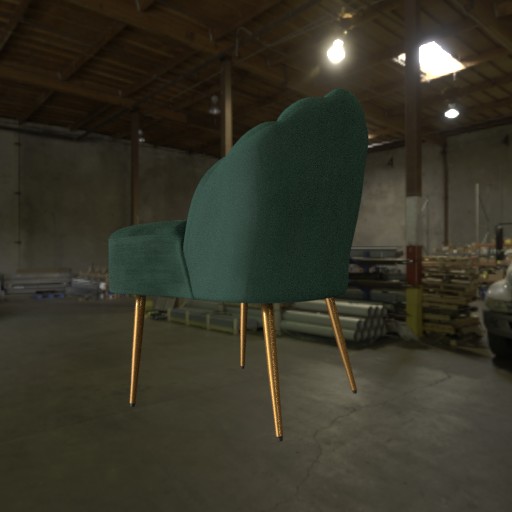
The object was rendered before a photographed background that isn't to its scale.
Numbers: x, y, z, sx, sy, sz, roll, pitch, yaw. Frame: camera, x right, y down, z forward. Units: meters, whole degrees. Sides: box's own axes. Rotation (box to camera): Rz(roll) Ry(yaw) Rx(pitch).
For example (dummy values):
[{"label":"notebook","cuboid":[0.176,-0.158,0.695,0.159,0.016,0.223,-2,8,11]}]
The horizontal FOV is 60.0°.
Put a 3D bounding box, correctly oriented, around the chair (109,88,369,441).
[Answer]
[{"label":"chair","cuboid":[0.000,0.000,1.273,0.599,0.819,0.657,0,0,35]}]
